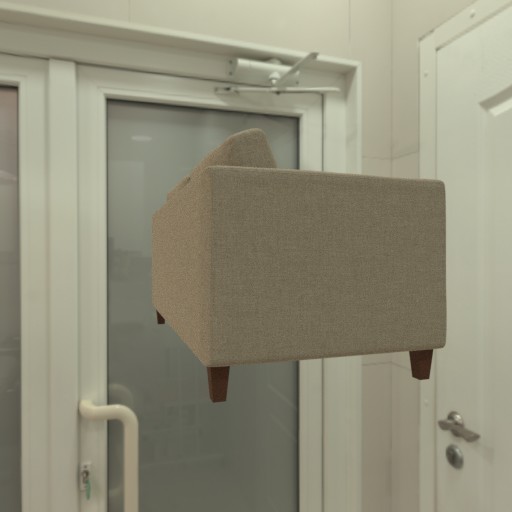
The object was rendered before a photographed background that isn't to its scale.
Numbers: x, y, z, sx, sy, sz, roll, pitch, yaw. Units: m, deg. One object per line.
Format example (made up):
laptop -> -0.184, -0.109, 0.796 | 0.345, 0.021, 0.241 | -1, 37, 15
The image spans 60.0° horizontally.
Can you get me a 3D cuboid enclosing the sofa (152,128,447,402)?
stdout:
sofa -> 0.000, 0.000, 2.393 | 0.951, 0.947, 1.884 | 0, 0, -18
